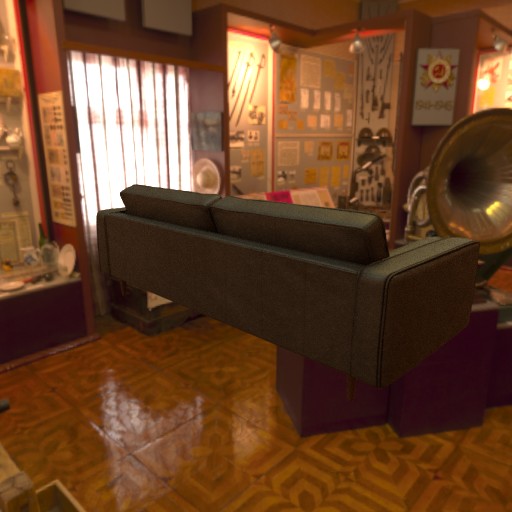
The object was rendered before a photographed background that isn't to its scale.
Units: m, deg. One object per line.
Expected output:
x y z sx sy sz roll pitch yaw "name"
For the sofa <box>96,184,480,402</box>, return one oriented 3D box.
0.000 0.000 2.600 2.210 0.762 0.914 14 20 43 "sofa"
